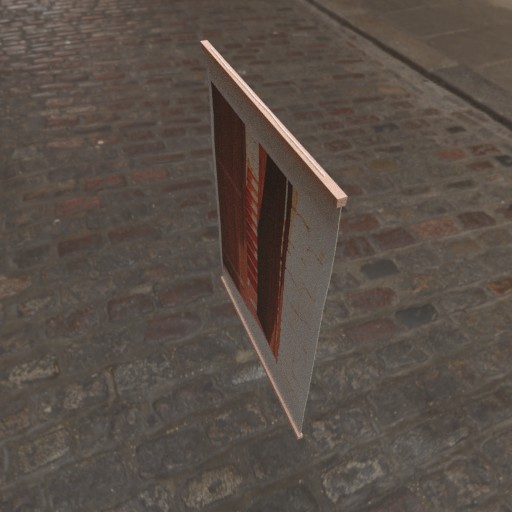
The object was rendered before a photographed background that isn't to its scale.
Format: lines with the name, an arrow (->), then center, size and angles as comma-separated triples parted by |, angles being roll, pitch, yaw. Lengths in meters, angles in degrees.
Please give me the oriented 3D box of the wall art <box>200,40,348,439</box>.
wall art -> 0.000, 0.000, 1.347 | 0.020, 1.013, 0.758 | -17, 48, -16
